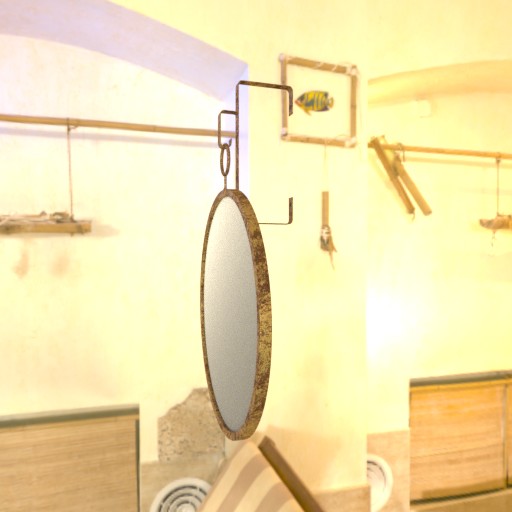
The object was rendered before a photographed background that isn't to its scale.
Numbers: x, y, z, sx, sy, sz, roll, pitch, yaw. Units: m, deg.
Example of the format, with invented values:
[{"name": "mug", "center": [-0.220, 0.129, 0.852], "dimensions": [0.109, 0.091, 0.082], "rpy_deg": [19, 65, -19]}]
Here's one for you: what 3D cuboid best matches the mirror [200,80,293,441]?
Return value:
[{"name": "mirror", "center": [0.000, 0.000, 0.840], "dimensions": [0.144, 0.651, 0.447], "rpy_deg": [0, 0, -18]}]
